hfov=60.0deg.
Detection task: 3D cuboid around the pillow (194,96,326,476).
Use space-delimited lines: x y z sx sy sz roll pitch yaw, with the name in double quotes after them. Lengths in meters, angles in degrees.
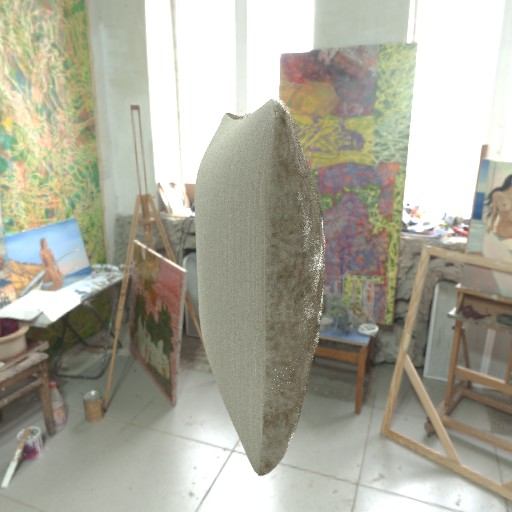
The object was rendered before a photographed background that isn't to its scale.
0.000 0.000 0.810 0.216 0.525 0.538 -3 16 -9 "pillow"
